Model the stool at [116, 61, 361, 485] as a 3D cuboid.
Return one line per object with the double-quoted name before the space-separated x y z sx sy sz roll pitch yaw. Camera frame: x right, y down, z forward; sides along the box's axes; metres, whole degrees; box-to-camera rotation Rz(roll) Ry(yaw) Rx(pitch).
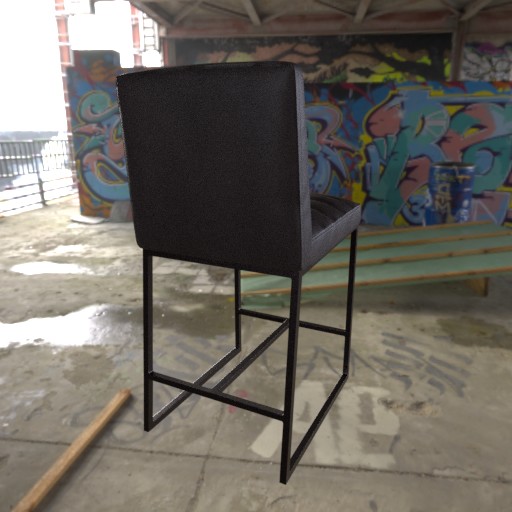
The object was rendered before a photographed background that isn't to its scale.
"stool" 0.000 0.000 1.255 0.463 0.946 0.562 8 18 26
